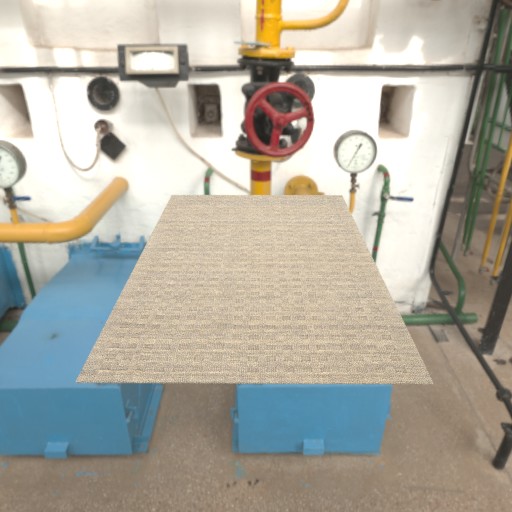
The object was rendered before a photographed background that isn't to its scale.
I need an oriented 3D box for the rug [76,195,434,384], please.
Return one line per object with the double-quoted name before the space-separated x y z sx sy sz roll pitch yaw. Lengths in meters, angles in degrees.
"rug" 0.000 0.000 2.191 1.142 0.006 1.752 0 28 0
